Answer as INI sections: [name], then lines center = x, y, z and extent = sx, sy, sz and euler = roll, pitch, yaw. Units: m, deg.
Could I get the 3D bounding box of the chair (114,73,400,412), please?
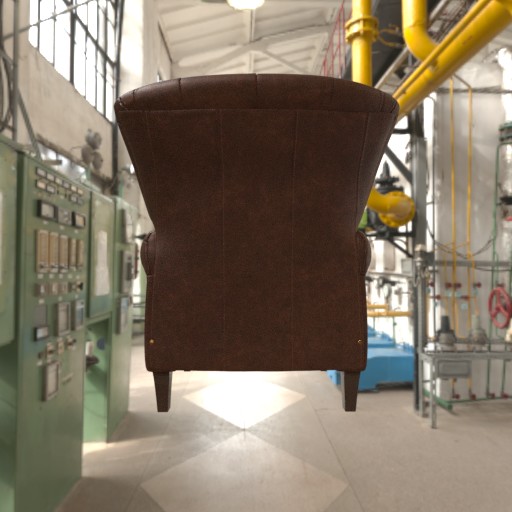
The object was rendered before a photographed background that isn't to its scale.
[chair]
center = 0.000, 0.000, 1.863
extent = 0.979, 1.162, 1.031
euler = 0, -1, -1
